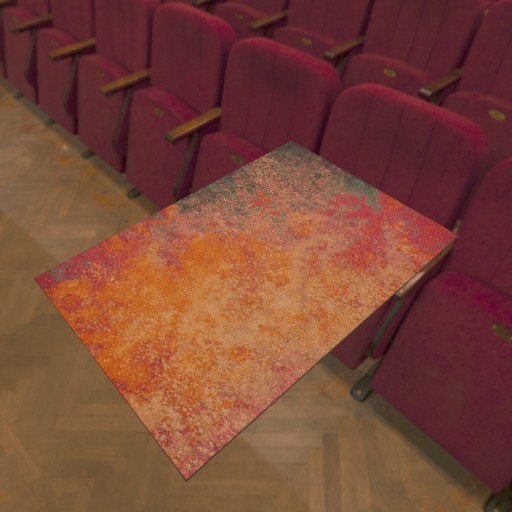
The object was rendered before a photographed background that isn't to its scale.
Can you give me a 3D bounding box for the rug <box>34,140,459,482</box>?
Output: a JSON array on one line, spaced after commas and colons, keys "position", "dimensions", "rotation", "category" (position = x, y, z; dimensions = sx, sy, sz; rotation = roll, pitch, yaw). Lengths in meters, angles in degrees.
[{"position": [0.000, 0.000, 3.632], "dimensions": [2.896, 0.013, 2.007], "rotation": [-34, 55, -27], "category": "rug"}]
